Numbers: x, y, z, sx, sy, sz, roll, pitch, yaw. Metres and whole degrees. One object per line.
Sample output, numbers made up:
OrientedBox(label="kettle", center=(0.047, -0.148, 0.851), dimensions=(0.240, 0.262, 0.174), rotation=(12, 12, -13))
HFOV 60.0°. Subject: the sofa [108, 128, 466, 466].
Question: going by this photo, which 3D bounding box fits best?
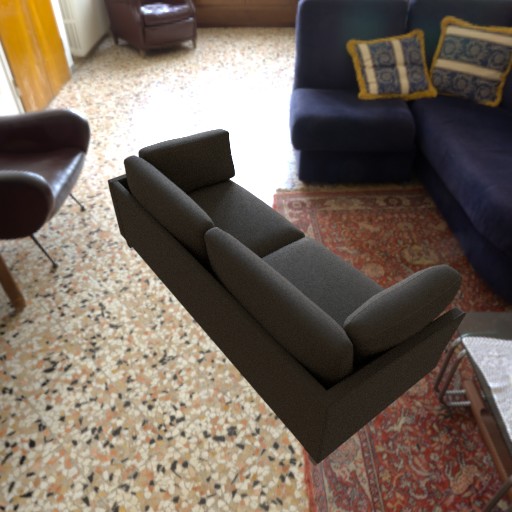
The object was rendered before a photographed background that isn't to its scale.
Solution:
OrientedBox(label="sofa", center=(0.000, 0.000, 2.820), dimensions=(0.969, 0.792, 2.312), rotation=(-26, 47, -27))
